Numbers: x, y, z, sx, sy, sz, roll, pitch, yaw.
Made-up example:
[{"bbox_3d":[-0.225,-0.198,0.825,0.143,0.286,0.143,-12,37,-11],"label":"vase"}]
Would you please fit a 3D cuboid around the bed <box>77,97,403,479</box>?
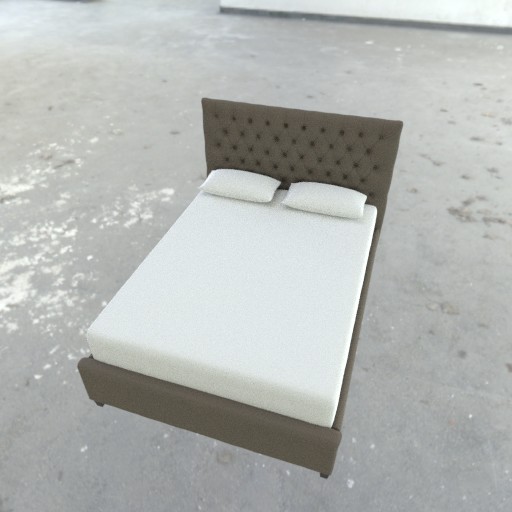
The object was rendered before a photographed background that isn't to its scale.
[{"bbox_3d":[0.000,0.000,3.251,1.696,1.426,2.233,12,40,14],"label":"bed"}]
